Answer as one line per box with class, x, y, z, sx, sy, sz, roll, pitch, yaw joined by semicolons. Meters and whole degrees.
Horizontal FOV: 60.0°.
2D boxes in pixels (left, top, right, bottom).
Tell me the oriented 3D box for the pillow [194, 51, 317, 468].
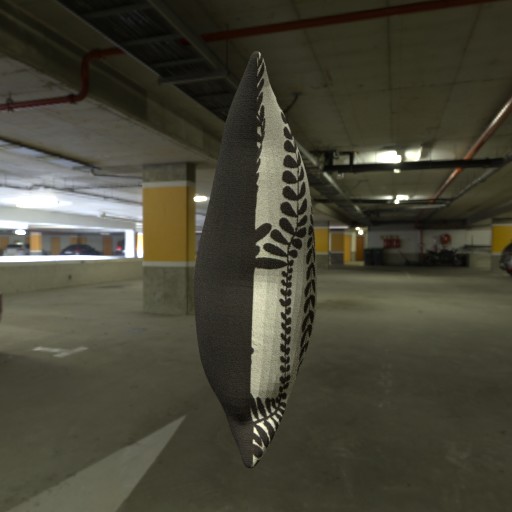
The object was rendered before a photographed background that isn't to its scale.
pillow;0.000;0.000;0.676;0.182;0.441;0.440;0;1;-1
